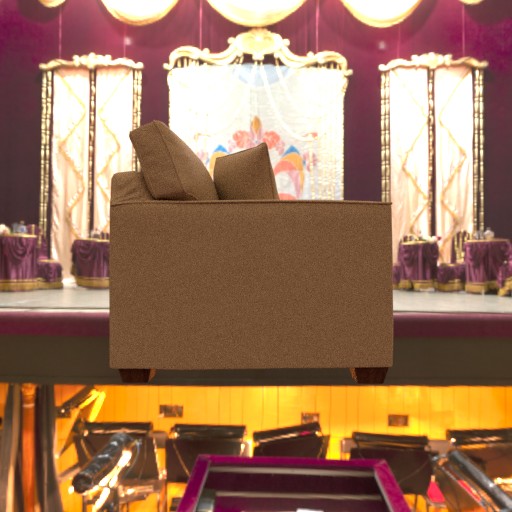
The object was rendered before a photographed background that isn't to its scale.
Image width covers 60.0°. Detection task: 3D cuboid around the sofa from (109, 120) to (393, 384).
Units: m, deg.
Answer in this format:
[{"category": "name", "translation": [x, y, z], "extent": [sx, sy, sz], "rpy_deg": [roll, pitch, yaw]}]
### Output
[{"category": "sofa", "translation": [0.000, 0.000, 2.519], "extent": [1.034, 0.946, 1.962], "rpy_deg": [0, -1, 0]}]
